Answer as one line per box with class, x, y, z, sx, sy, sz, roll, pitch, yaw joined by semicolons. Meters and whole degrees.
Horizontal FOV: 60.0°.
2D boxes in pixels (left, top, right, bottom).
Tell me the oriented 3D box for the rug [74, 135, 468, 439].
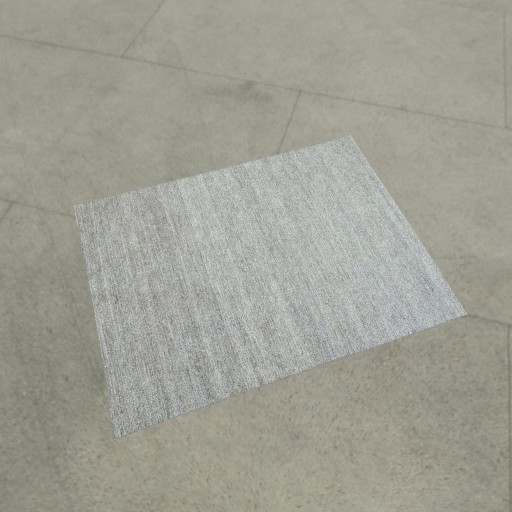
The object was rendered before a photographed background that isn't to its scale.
rug;0.000;0.000;4.303;3.202;0.045;2.434;-16;59;-10
